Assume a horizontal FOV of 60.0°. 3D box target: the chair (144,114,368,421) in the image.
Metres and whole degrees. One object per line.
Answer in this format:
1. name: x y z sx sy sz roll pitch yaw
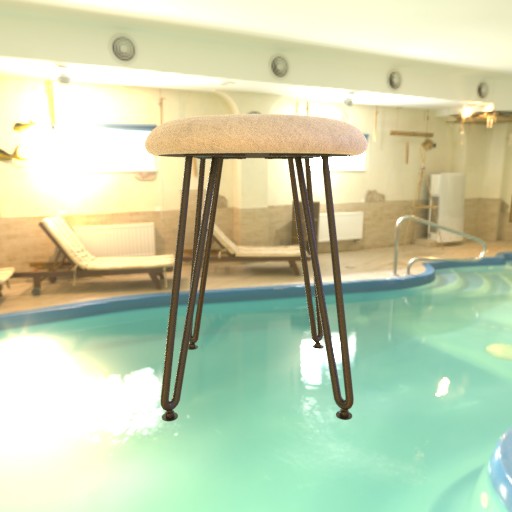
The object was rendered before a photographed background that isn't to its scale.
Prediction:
1. chair: 0.000 0.000 0.661 0.350 0.386 0.350 11 15 43
